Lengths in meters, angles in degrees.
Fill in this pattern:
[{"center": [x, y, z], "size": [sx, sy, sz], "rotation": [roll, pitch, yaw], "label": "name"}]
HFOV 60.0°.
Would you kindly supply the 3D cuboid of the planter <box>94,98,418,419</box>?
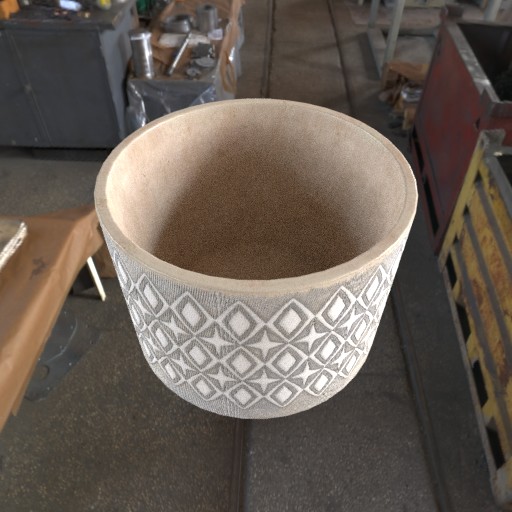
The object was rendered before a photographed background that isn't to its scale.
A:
[{"center": [0.000, 0.000, 0.276], "size": [0.164, 0.127, 0.164], "rotation": [0, 45, 0], "label": "planter"}]
